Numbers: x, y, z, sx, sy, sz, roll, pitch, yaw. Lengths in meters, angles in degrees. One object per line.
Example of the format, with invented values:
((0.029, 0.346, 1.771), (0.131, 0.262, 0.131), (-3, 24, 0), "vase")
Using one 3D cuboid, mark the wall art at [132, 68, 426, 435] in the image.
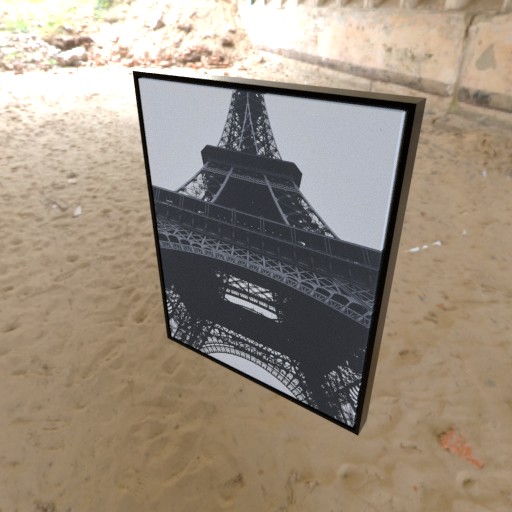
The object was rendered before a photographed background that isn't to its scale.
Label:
((0.000, 0.000, 0.748), (0.451, 0.553, 0.039), (19, 35, 29), "wall art")
